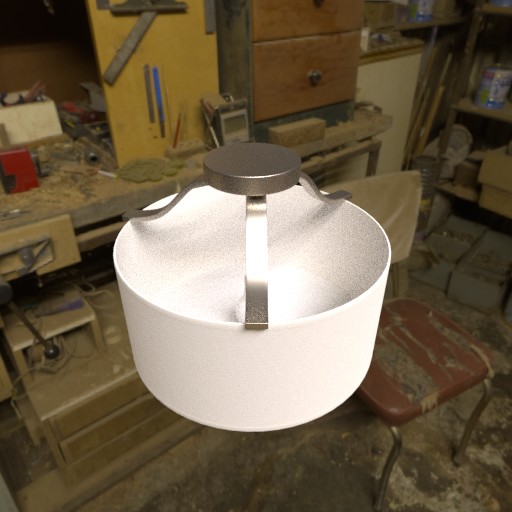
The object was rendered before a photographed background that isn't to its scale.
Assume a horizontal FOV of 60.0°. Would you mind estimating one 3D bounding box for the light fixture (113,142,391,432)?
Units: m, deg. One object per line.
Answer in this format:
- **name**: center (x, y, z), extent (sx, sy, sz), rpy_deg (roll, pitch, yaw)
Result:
- **light fixture**: center (0.000, 0.000, 0.653), extent (0.395, 0.304, 0.395), rpy_deg (0, 32, 0)
